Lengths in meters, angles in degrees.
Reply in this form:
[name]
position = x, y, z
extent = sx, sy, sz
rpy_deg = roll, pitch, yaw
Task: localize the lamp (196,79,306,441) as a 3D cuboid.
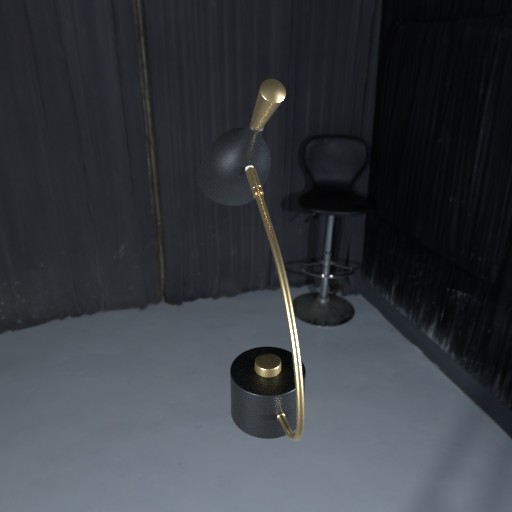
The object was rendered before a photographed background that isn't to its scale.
[lamp]
position = 0.000, 0.000, 0.617
extent = 0.110, 0.464, 0.352
rpy_deg = -8, 26, -16
